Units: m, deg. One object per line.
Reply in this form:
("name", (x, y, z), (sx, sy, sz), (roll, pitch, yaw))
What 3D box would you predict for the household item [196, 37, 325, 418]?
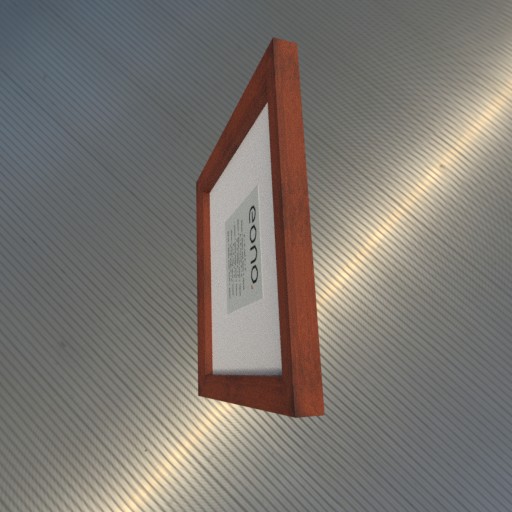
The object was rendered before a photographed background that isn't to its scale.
("household item", (0.000, 0.000, 0.383), (0.131, 0.240, 0.240), (-2, 76, -1))
